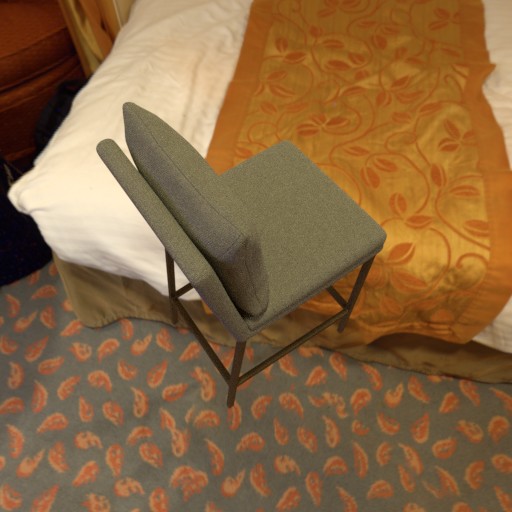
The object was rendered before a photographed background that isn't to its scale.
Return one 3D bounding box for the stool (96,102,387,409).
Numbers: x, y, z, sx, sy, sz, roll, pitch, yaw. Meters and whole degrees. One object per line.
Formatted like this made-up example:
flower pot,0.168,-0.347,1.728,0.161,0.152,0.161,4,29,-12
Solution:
stool,0.000,0.000,1.332,0.569,1.031,0.463,-31,63,-18
